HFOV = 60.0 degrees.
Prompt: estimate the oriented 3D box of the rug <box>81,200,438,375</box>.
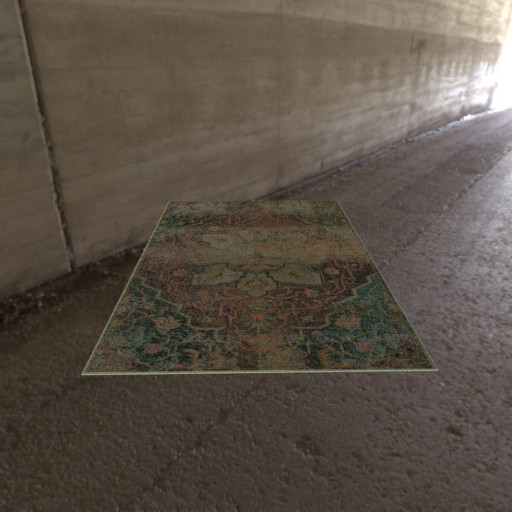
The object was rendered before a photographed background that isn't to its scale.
[{"bbox_3d":[0.000,0.000,2.947,1.566,0.004,2.363,0,25,0],"label":"rug"}]
